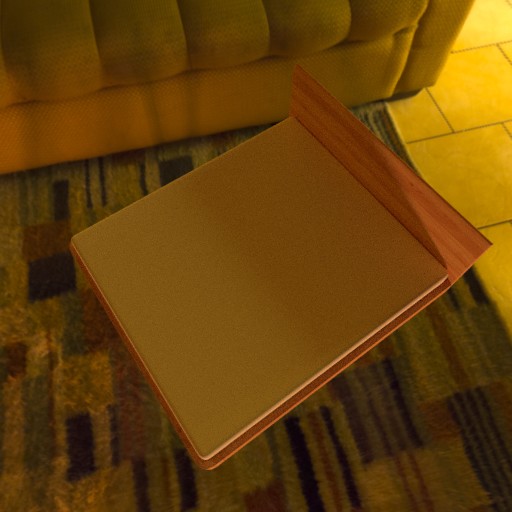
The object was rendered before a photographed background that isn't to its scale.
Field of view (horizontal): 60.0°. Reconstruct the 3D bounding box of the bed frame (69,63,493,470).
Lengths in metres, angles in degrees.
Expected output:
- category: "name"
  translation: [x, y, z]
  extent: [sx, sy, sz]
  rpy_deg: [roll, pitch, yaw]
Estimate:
- category: "bed frame"
  translation: [0.000, 0.000, 3.089]
  extent: [2.092, 0.940, 1.872]
  rpy_deg: [-32, 68, -15]
